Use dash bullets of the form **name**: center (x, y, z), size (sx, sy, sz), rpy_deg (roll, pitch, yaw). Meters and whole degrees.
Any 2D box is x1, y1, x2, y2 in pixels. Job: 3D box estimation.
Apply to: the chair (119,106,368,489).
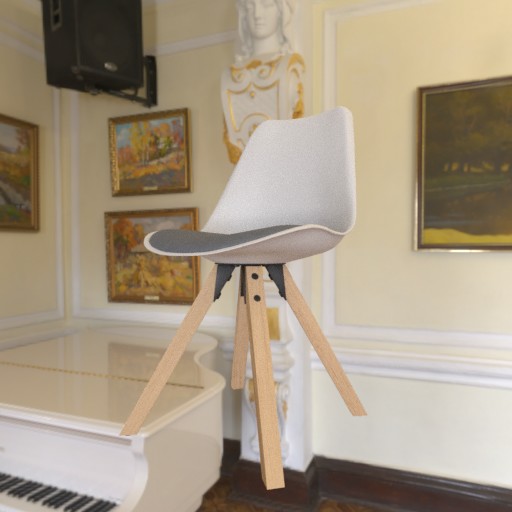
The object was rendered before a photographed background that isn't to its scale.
- **chair**: center (0.000, 0.000, 1.134), size (0.485, 0.850, 0.550), rpy_deg (1, 1, 34)
